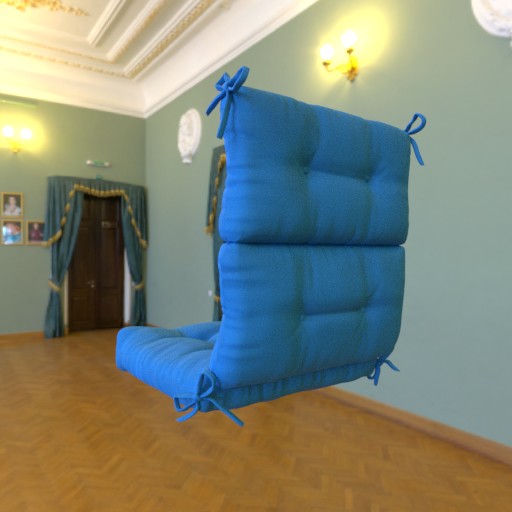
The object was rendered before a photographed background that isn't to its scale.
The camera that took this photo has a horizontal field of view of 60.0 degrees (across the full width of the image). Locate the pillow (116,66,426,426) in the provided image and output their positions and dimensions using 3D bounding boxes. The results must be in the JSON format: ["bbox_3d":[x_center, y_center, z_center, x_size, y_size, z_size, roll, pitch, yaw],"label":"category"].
[{"bbox_3d":[0.000,0.000,1.011,0.519,0.605,0.571,0,0,-36],"label":"pillow"}]
